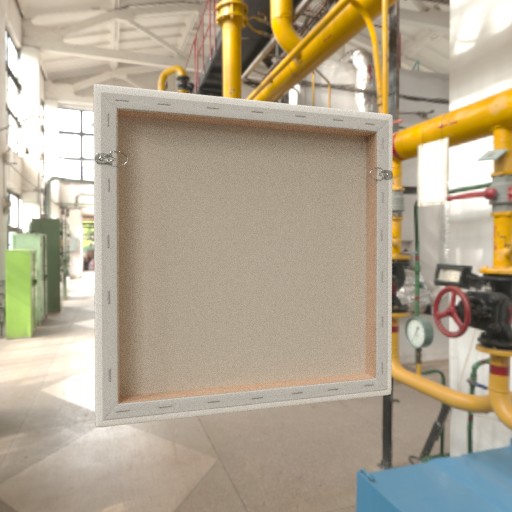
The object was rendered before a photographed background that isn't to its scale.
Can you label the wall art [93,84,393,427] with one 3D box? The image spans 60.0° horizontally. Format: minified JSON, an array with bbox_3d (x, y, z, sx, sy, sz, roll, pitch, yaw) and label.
[{"bbox_3d":[0.000,0.000,0.740,0.507,0.508,0.038,0,1,-17],"label":"wall art"}]
